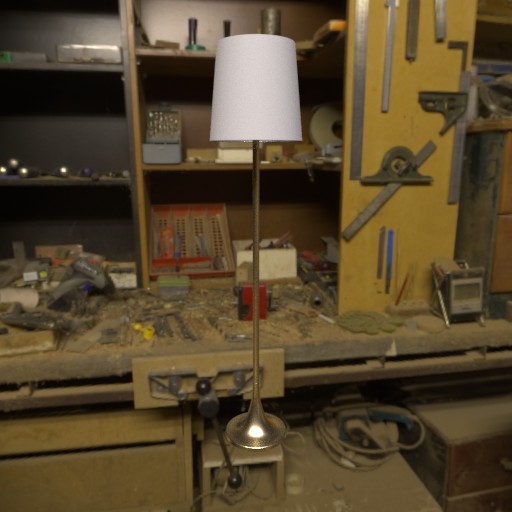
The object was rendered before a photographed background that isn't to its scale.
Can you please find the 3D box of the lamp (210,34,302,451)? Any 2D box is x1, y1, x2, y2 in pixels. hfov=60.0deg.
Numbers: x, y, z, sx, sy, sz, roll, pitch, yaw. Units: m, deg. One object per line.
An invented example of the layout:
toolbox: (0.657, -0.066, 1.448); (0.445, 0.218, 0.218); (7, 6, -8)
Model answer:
lamp: (0.000, 0.000, 1.722); (0.337, 1.543, 0.337); (0, 13, 0)
